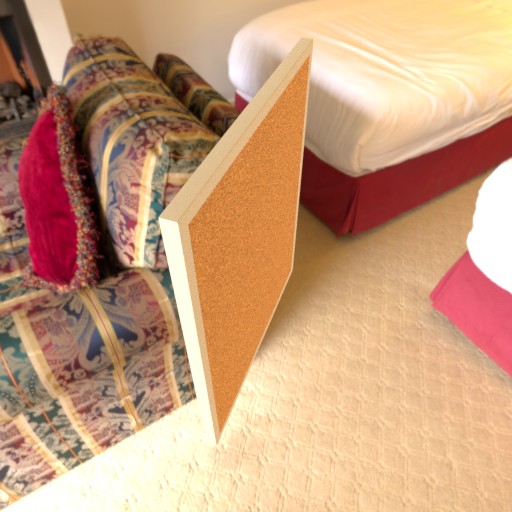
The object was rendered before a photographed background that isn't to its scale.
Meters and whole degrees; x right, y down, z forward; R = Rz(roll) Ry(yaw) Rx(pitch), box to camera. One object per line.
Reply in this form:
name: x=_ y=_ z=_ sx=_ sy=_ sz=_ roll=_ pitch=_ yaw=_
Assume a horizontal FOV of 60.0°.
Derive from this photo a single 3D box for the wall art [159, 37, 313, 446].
wall art: x=0.000 y=0.000 z=0.734 sx=0.020 sy=0.536 sz=0.444 roll=15 pitch=49 yaw=14
